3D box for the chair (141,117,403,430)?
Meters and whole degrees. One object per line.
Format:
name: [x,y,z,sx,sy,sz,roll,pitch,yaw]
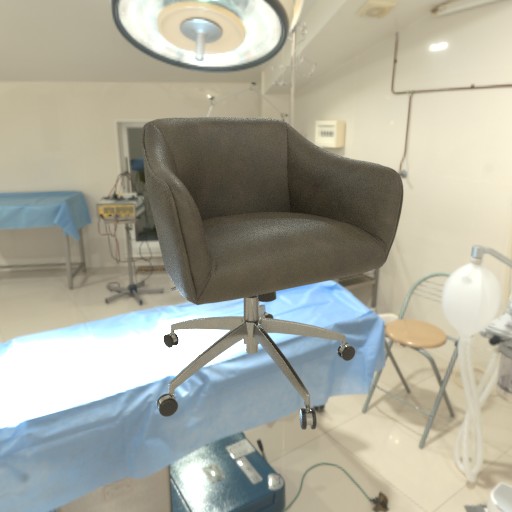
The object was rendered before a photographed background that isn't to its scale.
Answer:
chair: [0.000,0.000,1.377,0.713,0.827,0.689,-9,19,-27]
